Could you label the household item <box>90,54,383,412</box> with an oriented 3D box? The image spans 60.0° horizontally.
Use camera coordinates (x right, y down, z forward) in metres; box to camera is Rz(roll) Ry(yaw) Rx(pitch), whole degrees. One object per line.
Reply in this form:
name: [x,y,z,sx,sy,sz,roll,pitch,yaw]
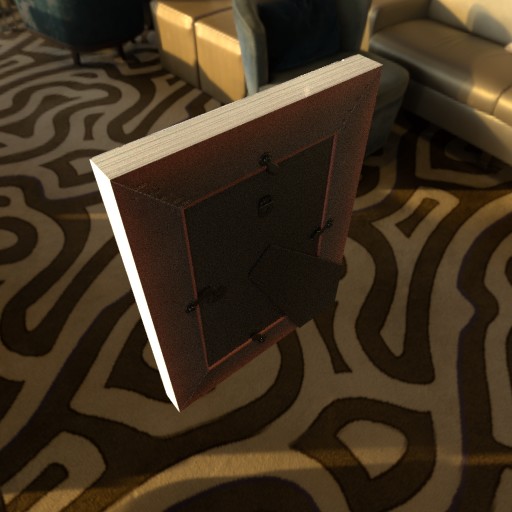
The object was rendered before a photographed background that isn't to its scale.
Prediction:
household item: [0.000,0.000,0.294,0.165,0.216,0.025,-31,54,-25]
